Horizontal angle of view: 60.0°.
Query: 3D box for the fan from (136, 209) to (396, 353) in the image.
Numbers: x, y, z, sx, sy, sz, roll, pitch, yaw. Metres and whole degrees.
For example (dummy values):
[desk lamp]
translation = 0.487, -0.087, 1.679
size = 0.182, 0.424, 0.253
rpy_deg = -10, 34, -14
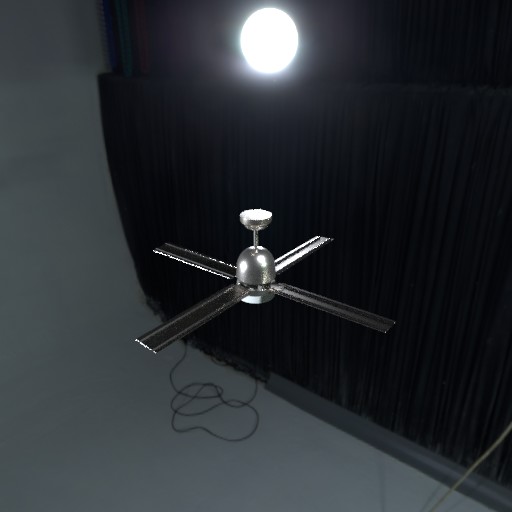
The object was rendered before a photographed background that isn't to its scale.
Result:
[fan]
translation = 0.000, 0.000, 2.072
size = 1.346, 0.406, 1.346
rpy_deg = 17, 29, 32
